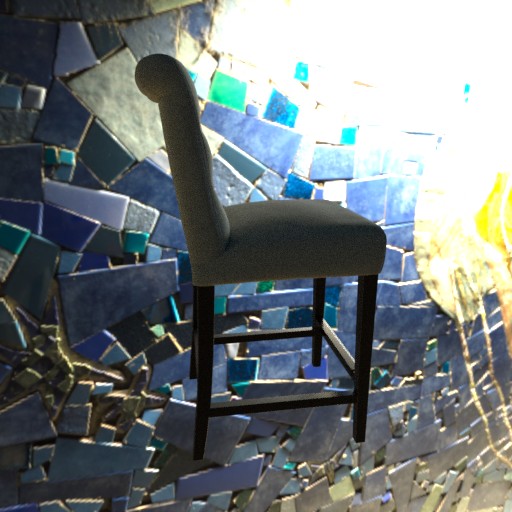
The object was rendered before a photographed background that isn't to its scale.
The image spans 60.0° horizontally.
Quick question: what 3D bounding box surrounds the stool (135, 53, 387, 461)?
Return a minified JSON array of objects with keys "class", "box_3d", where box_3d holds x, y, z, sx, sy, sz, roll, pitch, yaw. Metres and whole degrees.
[{"class":"stool","box_3d":[0.000,0.000,1.318,0.601,1.040,0.493,-3,17,-9]}]
